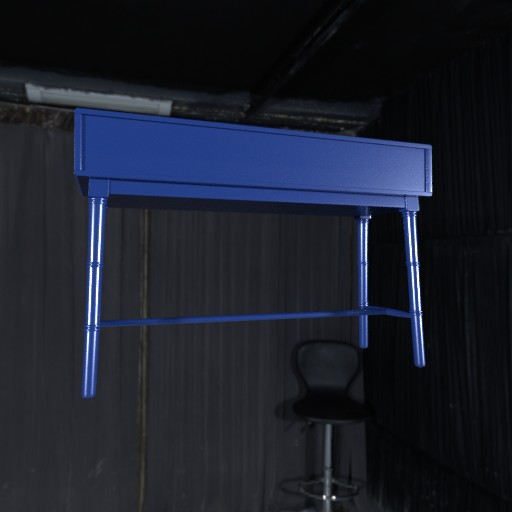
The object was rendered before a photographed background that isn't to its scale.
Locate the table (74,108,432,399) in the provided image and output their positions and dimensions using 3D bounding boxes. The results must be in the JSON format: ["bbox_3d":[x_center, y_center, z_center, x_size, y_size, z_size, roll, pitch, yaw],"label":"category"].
[{"bbox_3d":[0.000,0.000,1.496,1.118,0.749,0.399,0,-1,-19],"label":"table"}]
